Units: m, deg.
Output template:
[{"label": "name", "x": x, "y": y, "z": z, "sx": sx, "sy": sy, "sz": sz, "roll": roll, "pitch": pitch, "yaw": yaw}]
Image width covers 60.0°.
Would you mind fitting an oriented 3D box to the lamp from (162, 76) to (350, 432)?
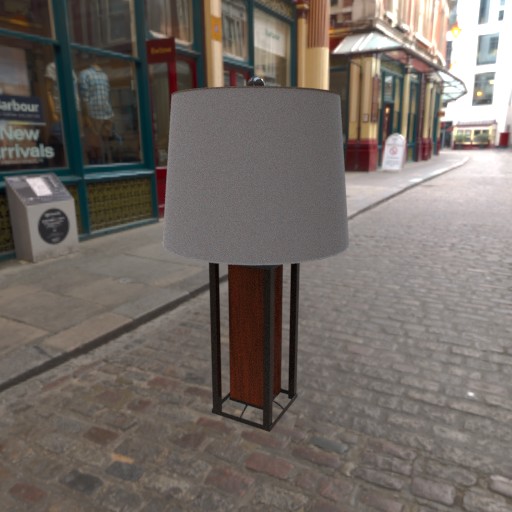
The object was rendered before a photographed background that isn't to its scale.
[{"label": "lamp", "x": 0.000, "y": 0.000, "z": 0.780, "sx": 0.320, "sy": 0.591, "sz": 0.320, "roll": 0, "pitch": 14, "yaw": 0}]
